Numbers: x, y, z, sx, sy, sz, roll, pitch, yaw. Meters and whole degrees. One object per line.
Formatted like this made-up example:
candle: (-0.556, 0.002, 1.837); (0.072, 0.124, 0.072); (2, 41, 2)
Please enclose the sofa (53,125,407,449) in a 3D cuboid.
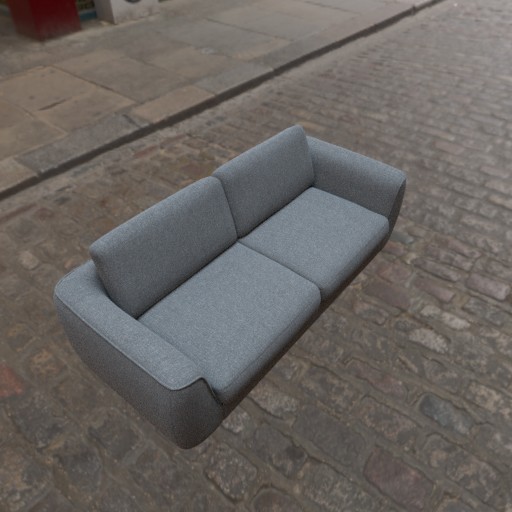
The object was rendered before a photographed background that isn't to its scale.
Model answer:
sofa: (0.000, 0.000, 2.472); (0.920, 0.870, 2.000); (28, 49, 28)
